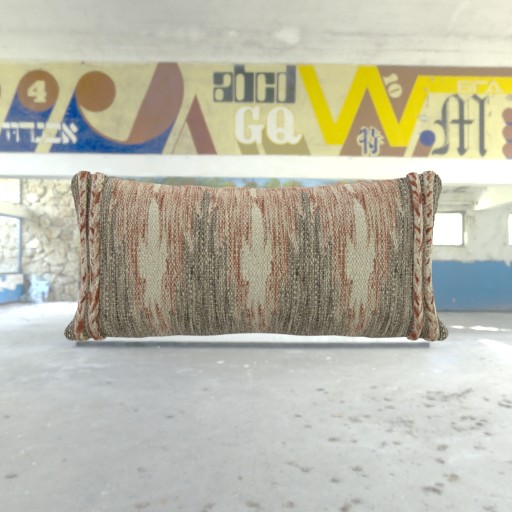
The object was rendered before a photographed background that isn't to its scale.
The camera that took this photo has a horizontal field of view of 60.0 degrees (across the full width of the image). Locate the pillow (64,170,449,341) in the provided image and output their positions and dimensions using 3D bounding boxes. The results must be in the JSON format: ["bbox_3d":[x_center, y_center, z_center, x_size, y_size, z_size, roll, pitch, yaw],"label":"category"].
[{"bbox_3d":[0.000,0.000,0.737,0.635,0.282,0.139,0,-1,0],"label":"pillow"}]
